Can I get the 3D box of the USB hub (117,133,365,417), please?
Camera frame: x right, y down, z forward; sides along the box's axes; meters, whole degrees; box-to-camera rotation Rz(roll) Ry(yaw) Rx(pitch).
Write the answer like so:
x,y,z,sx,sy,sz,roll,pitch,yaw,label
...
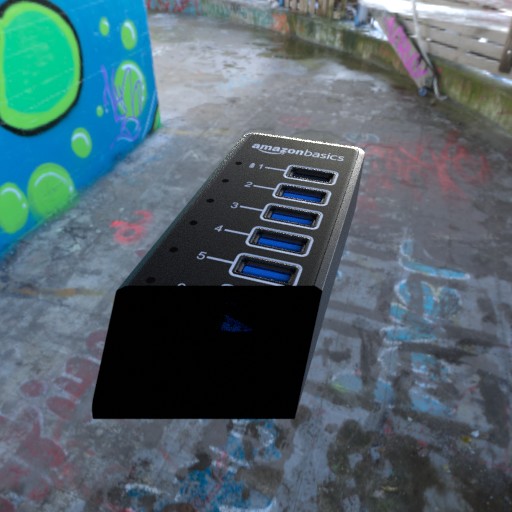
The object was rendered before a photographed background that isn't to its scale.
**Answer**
x,y,z,sx,sy,sz,roll,pitch,yaw,label
0.000,0.000,0.126,0.044,0.023,0.110,12,42,14,USB hub
